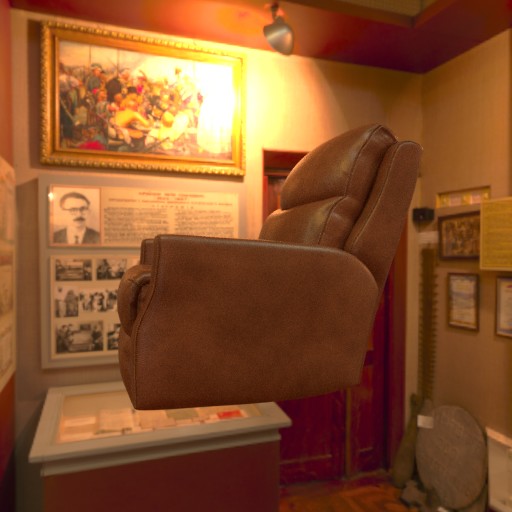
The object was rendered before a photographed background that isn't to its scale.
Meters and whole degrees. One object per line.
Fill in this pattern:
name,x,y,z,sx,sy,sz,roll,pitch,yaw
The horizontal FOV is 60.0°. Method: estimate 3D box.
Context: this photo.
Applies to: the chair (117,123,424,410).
chair,0.000,0.000,1.789,1.072,1.016,0.821,0,1,-18
